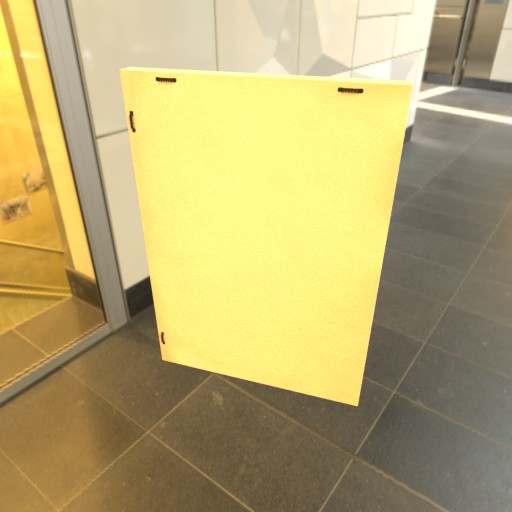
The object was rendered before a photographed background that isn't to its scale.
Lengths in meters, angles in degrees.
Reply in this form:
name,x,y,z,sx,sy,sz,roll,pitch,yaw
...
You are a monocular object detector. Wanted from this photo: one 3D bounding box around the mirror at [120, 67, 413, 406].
name,x,y,z,sx,sy,sz,roll,pitch,yaw
mirror,0.000,0.000,0.930,0.507,0.710,0.040,9,32,15
